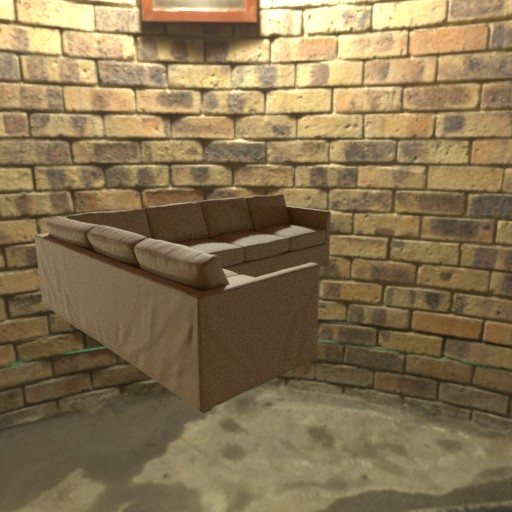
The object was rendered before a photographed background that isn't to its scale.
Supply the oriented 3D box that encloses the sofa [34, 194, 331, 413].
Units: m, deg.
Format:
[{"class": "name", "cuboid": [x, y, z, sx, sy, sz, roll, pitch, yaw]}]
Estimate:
[{"class": "sofa", "cuboid": [0.000, 0.000, 4.228, 3.182, 0.871, 2.432, -13, 19, -43]}]
